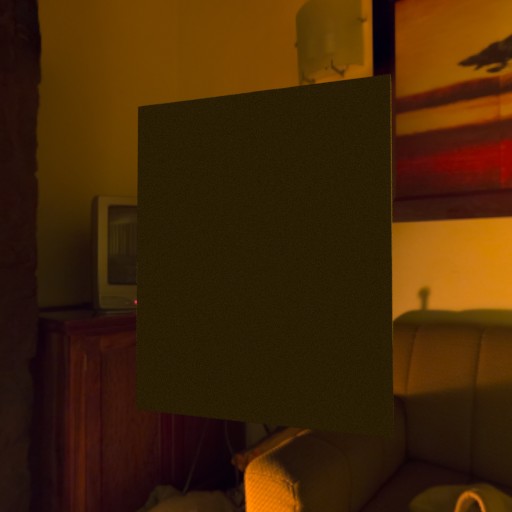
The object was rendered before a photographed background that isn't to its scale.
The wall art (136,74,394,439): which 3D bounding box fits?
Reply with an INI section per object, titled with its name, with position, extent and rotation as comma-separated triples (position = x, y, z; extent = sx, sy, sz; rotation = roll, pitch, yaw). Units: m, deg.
[wall art]
position = 0.000, 0.000, 0.833
extent = 0.489, 0.608, 0.040
rotation = 0, -2, 18
